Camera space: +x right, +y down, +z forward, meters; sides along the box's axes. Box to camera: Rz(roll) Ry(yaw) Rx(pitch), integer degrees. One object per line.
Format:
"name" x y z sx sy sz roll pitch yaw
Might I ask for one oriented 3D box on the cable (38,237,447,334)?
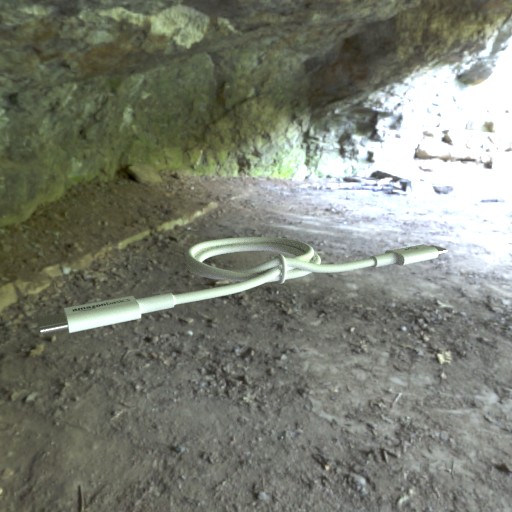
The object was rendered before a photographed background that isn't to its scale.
"cable" 0.000 0.000 0.224 0.203 0.014 0.070 -9 19 -27
